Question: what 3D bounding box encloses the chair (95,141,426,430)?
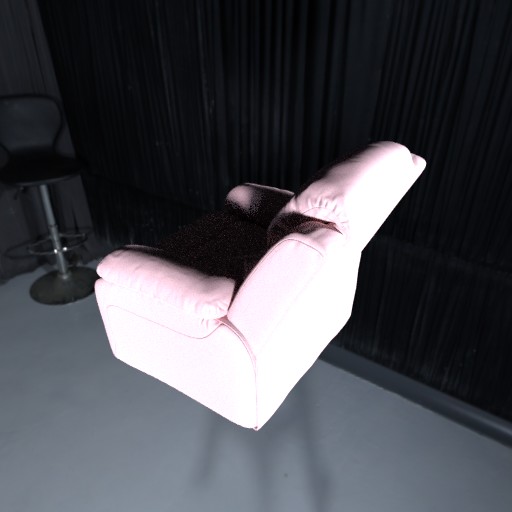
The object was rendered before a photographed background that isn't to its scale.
[{"bbox_3d":[0.000,0.000,1.272,0.709,0.702,0.680,20,36,29],"label":"chair"}]
